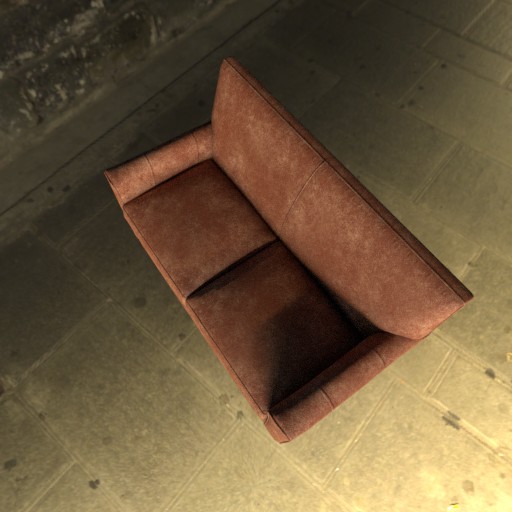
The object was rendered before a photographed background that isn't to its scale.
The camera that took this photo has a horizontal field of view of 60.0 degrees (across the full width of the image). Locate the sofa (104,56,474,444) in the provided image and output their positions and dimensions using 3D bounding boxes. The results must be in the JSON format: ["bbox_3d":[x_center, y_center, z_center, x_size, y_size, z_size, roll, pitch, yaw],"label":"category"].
[{"bbox_3d":[0.000,0.000,2.051,0.787,0.871,1.473,-32,67,-15],"label":"sofa"}]
